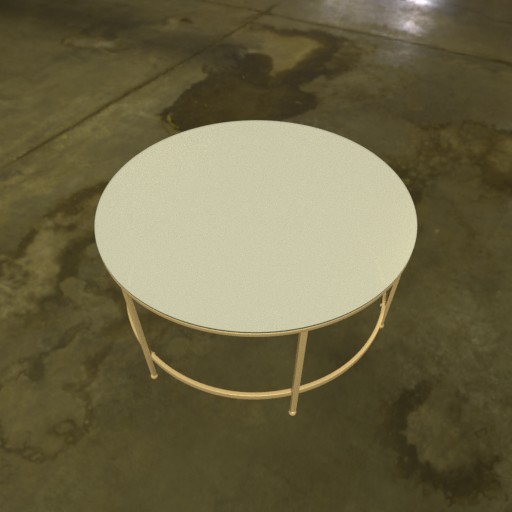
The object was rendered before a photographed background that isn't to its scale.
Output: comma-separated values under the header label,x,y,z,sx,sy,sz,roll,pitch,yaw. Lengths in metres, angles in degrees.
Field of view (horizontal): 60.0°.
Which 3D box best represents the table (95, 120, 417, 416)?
label,x,y,z,sx,sy,sz,roll,pitch,yaw
table,0.000,0.000,1.464,0.914,0.470,0.914,0,47,0
